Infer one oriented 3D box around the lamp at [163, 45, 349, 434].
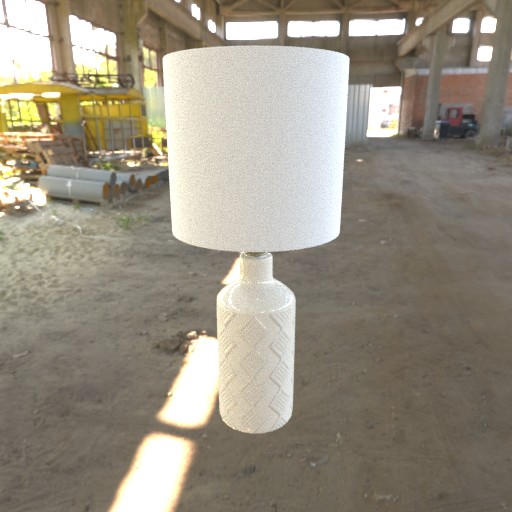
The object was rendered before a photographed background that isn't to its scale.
[{"bbox_3d":[0.000,0.000,0.567,0.207,0.461,0.207,-8,19,-25],"label":"lamp"}]
